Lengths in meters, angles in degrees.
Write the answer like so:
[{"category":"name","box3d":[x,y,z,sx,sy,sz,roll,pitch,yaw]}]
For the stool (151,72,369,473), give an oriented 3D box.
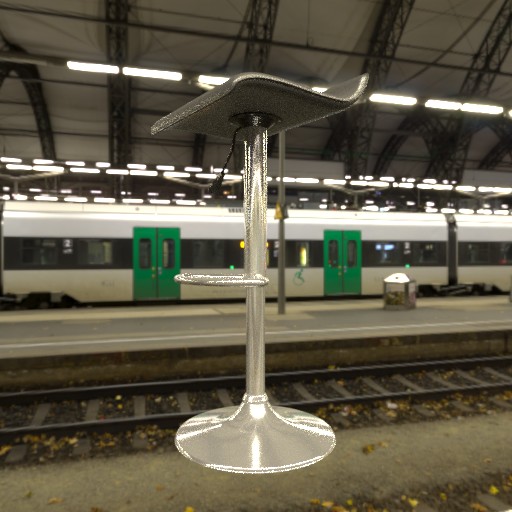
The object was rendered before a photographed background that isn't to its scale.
[{"category":"stool","box3d":[0.000,0.000,1.057,0.381,0.851,0.381,0,0,-37]}]
